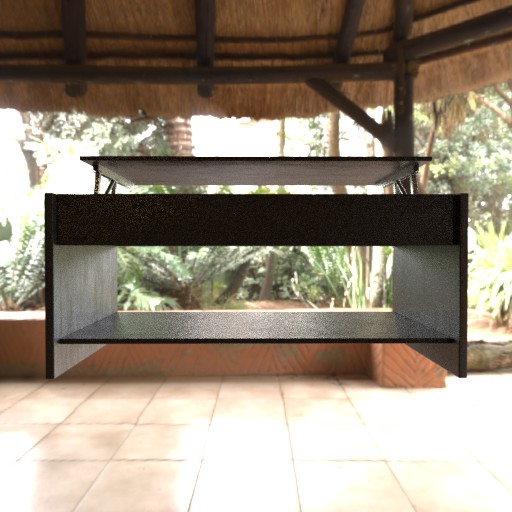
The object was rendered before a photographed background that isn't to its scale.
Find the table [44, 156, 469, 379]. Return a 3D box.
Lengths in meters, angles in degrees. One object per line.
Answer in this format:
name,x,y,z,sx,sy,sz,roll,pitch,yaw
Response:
table,0.000,0.000,1.400,1.000,0.570,0.712,0,1,0
